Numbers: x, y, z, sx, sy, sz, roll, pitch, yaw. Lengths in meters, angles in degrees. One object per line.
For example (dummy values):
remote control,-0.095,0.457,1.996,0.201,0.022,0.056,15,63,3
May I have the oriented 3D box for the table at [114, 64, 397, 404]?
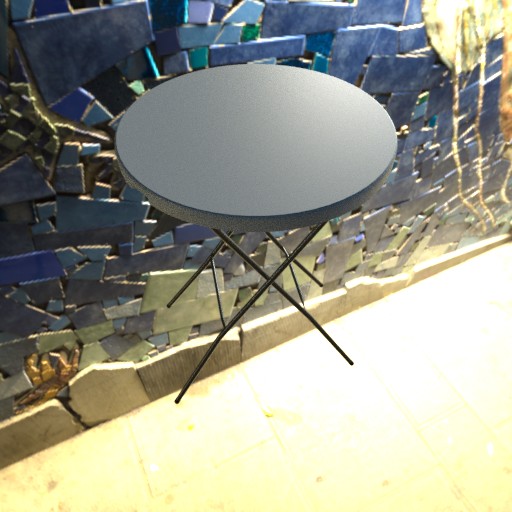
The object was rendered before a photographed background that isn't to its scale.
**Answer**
table,0.000,0.000,1.667,0.795,1.105,0.792,-8,48,-8
